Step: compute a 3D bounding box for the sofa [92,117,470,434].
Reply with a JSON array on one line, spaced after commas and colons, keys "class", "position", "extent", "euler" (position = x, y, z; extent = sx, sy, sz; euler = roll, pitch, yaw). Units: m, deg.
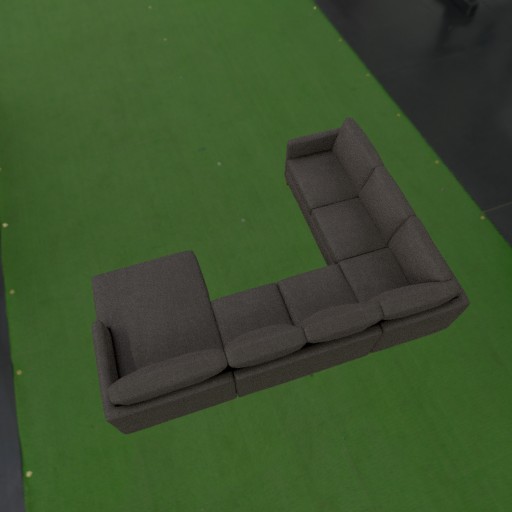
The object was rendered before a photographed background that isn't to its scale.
[{"class": "sofa", "position": [0.000, 0.000, 4.727], "extent": [3.460, 0.961, 2.594], "euler": [-16, 60, -9]}]
